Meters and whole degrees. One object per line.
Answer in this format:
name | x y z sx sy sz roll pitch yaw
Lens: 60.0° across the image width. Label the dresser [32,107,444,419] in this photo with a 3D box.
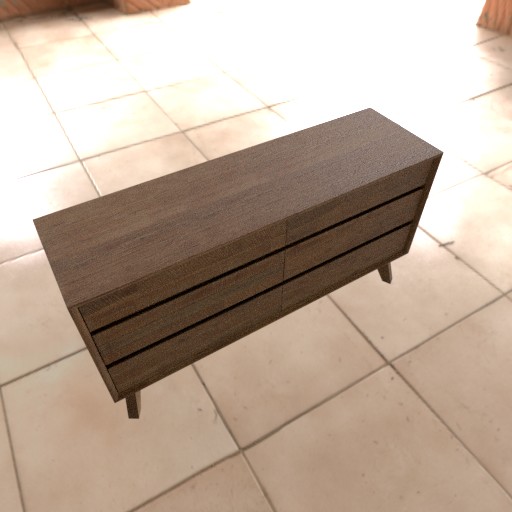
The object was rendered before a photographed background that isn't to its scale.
dresser | 0.000 0.000 1.983 1.554 0.805 0.455 -24 50 -21
